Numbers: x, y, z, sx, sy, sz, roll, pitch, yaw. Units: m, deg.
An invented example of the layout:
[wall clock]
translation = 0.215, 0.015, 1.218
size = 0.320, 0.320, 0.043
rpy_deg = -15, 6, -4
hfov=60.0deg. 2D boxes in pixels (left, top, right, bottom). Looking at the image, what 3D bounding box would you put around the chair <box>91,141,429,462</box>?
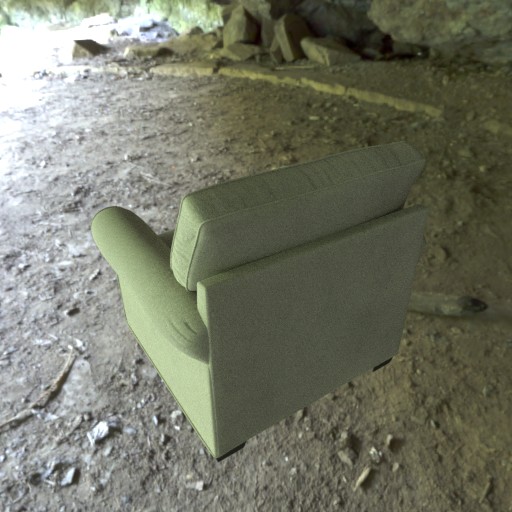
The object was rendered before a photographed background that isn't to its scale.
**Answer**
[chair]
translation = 0.000, 0.000, 1.916
size = 1.147, 1.044, 0.939
rpy_deg = -19, 36, -28
